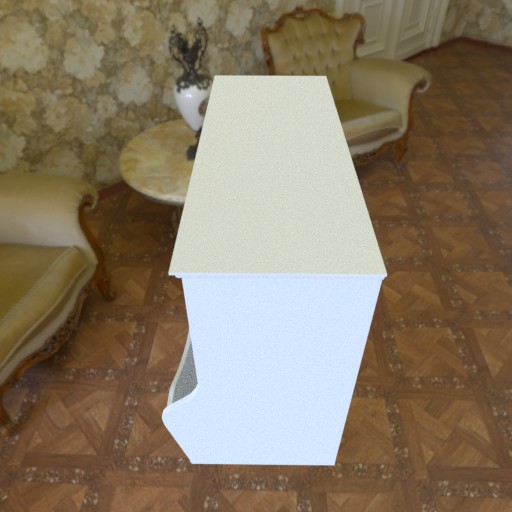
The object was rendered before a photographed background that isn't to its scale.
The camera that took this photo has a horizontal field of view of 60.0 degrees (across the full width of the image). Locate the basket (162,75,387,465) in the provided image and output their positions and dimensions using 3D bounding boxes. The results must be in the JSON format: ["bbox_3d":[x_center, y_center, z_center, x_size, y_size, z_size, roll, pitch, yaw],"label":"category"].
[{"bbox_3d":[0.000,0.000,1.125,0.376,0.625,0.792,0,41,1],"label":"basket"}]
